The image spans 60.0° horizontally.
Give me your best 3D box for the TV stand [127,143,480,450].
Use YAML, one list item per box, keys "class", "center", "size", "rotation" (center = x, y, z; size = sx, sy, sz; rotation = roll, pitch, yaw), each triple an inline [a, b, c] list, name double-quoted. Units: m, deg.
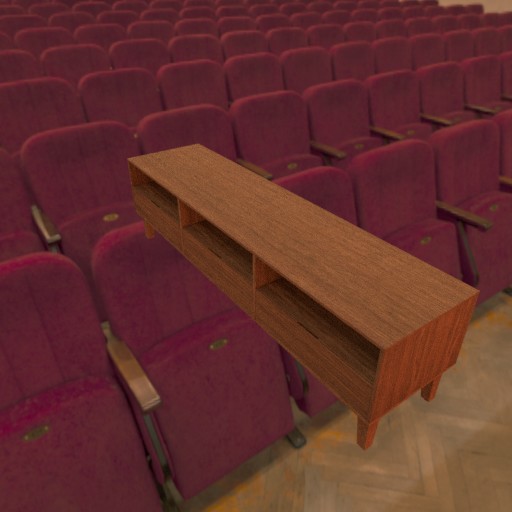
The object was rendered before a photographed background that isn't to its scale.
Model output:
- class: "TV stand"
  center: [0.000, 0.000, 1.675]
  size: [0.366, 0.409, 1.482]
  rotation: [-21, 38, -29]
